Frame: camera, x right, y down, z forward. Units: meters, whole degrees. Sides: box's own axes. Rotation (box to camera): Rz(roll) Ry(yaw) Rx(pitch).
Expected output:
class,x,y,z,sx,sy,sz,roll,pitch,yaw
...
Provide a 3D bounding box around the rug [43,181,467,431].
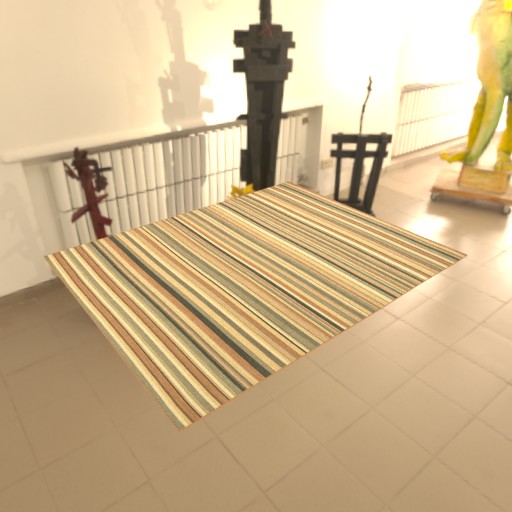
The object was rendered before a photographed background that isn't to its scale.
class,x,y,z,sx,sy,sz,roll,pitch,yaw
rug,0.000,0.000,4.058,3.045,0.011,2.436,-22,37,-33
